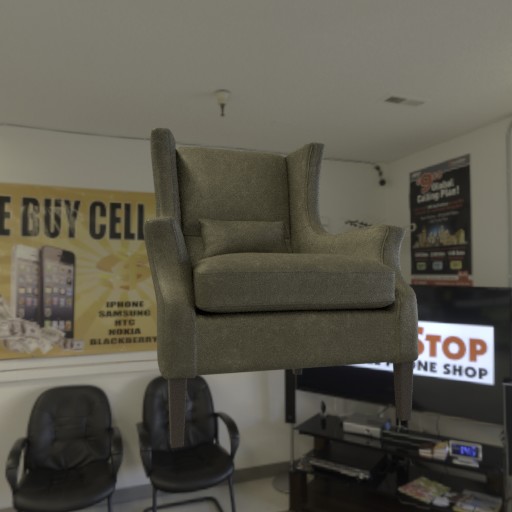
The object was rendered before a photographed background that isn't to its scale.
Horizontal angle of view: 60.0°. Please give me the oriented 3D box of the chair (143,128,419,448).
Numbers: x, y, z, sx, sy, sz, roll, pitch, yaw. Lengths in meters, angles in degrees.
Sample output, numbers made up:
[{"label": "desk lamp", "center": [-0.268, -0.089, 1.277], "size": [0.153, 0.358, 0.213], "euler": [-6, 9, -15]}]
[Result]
[{"label": "chair", "center": [0.000, 0.000, 1.665], "size": [0.853, 1.016, 0.926], "euler": [1, -2, -17]}]
